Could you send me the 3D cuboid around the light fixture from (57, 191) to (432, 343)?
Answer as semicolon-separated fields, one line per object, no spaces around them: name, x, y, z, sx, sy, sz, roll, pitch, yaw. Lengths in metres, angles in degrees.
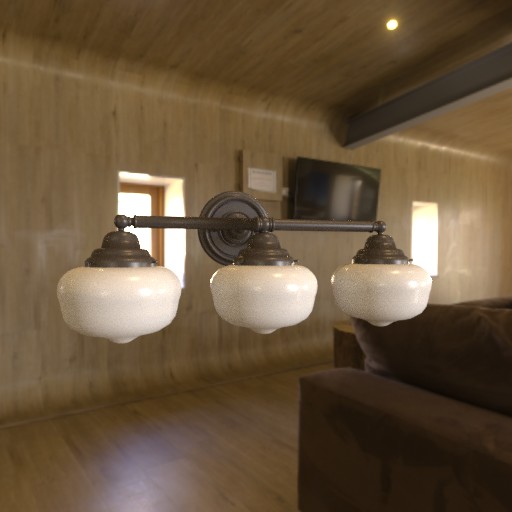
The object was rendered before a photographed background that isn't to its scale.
light fixture;0.000;0.000;0.721;0.587;0.242;0.239;0;1;-19
